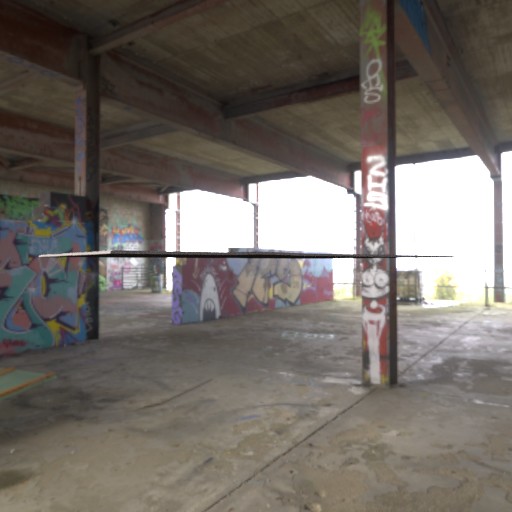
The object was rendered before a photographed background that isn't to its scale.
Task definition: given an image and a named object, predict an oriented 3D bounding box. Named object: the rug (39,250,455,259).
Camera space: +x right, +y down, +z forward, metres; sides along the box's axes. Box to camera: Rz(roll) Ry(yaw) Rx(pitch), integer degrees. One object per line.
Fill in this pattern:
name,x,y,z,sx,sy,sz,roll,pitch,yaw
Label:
rug,0.000,0.000,1.068,0.867,0.007,0.515,1,-1,-36
